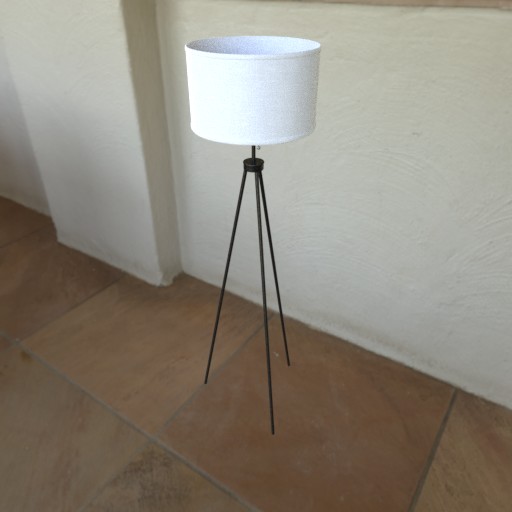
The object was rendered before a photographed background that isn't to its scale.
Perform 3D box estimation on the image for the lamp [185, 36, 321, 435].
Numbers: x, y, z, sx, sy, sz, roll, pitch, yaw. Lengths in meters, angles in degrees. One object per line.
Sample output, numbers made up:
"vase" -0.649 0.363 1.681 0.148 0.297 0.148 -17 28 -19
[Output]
"lamp" 0.000 0.000 1.770 0.448 1.545 0.458 22 39 31
